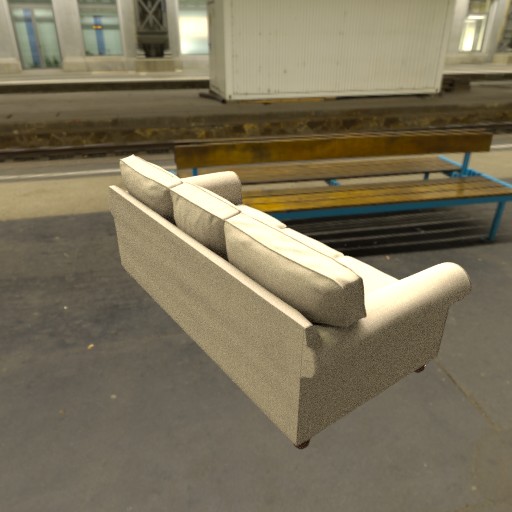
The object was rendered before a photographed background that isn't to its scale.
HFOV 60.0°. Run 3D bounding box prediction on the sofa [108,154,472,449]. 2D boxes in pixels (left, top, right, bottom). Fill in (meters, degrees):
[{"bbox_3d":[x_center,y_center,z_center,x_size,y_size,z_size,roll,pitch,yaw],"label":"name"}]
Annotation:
[{"bbox_3d":[0.000,0.000,2.605,0.998,0.889,2.118,-18,32,-32],"label":"sofa"}]
